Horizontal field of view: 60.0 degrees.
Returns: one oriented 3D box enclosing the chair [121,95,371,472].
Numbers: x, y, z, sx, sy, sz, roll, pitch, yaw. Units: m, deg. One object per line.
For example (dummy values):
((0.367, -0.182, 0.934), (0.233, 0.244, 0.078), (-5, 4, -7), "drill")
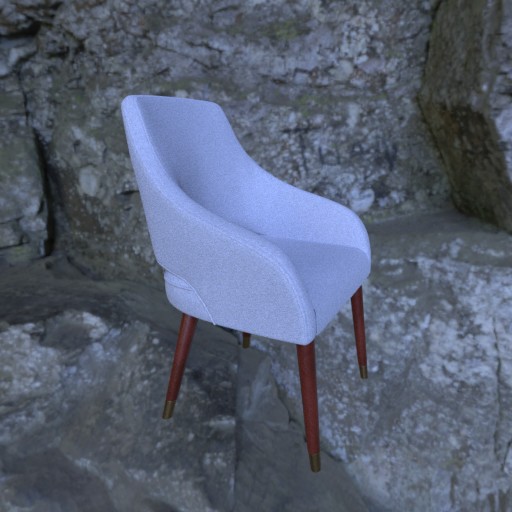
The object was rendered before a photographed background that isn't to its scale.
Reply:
((0.000, 0.000, 1.291), (0.600, 0.889, 0.609), (8, 18, 26), "chair")
